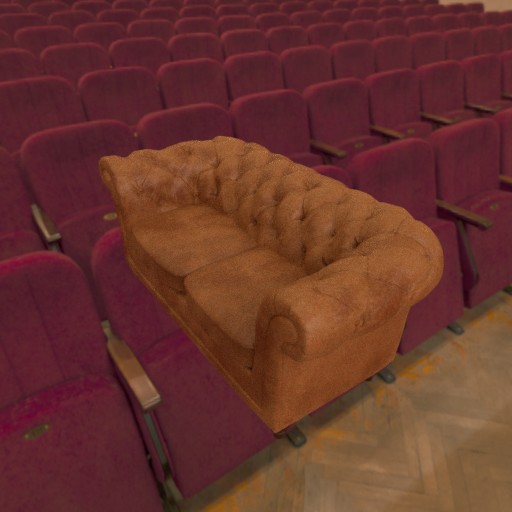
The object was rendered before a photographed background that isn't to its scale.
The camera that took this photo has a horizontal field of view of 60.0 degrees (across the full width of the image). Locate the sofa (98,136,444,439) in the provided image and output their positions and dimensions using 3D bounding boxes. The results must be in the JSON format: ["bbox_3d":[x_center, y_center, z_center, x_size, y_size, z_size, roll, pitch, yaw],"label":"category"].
[{"bbox_3d":[0.000,0.000,2.501,1.042,0.877,1.979,-21,38,-29],"label":"sofa"}]
